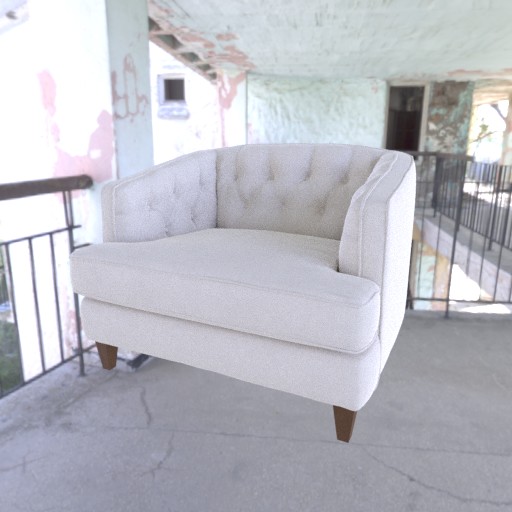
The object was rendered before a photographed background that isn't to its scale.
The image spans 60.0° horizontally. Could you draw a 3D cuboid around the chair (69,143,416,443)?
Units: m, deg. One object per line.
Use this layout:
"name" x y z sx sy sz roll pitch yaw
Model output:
"chair" 0.000 0.000 1.735 1.104 0.852 0.941 7 16 26
